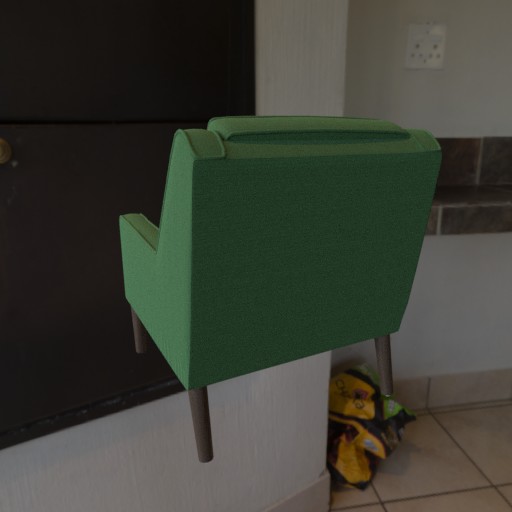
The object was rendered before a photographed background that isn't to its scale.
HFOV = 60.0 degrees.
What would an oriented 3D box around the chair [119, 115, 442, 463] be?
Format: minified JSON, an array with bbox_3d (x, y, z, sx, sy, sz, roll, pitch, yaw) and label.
[{"bbox_3d":[0.000,0.000,1.331,0.663,0.792,0.743,-8,18,-27],"label":"chair"}]
